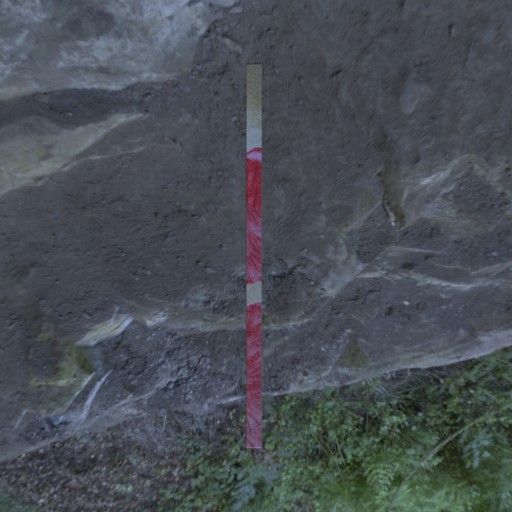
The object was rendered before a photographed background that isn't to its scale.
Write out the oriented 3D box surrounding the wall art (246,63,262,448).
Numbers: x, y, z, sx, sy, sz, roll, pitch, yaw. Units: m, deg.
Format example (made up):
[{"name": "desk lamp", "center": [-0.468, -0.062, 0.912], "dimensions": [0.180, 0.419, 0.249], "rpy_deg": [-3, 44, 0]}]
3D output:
[{"name": "wall art", "center": [0.000, 0.000, 1.383], "dimensions": [0.031, 1.015, 0.762], "rpy_deg": [0, 90, 0]}]
